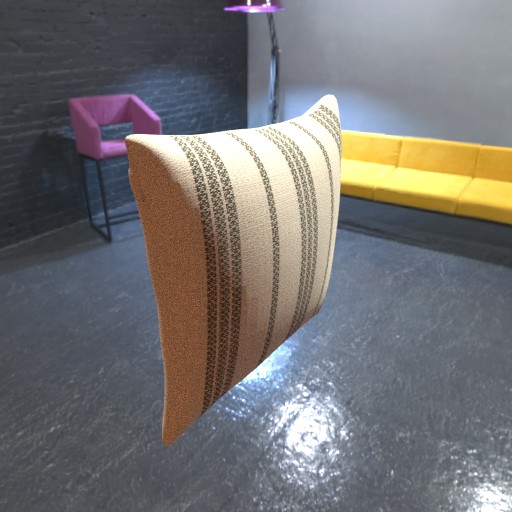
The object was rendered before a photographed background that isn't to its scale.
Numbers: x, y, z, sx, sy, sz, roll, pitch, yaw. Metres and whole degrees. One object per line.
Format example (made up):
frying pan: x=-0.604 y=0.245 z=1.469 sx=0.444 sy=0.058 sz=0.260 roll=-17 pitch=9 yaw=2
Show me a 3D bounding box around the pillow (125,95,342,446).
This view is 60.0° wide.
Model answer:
pillow: x=0.000 y=0.000 z=0.641 sx=0.173 sy=0.406 sz=0.405 roll=18 pitch=32 yaw=32
